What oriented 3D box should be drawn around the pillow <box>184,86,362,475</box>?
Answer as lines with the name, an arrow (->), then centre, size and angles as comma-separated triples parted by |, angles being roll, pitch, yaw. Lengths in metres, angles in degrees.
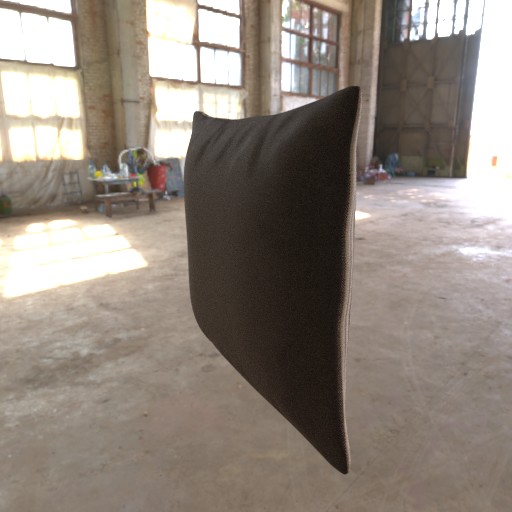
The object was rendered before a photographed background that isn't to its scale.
pillow -> 0.000, 0.000, 0.766 | 0.166, 0.506, 0.523 | -8, 16, -27
